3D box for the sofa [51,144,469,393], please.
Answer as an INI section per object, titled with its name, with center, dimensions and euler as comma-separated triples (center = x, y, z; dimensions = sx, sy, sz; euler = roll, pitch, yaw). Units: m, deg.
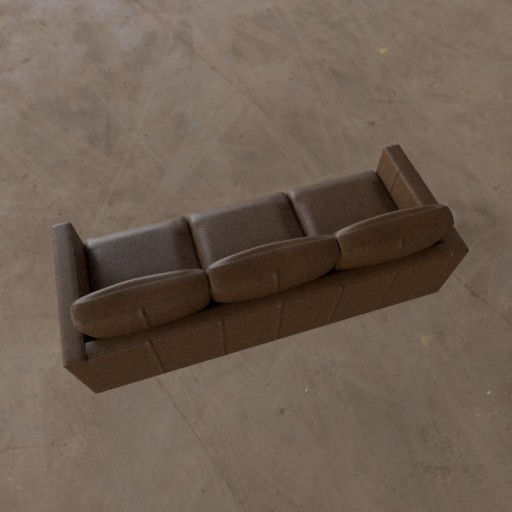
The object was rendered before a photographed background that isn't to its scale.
[sofa]
center = 0.000, 0.000, 2.717
dimensions = 2.231, 0.930, 0.903
euler = -15, 60, -9
